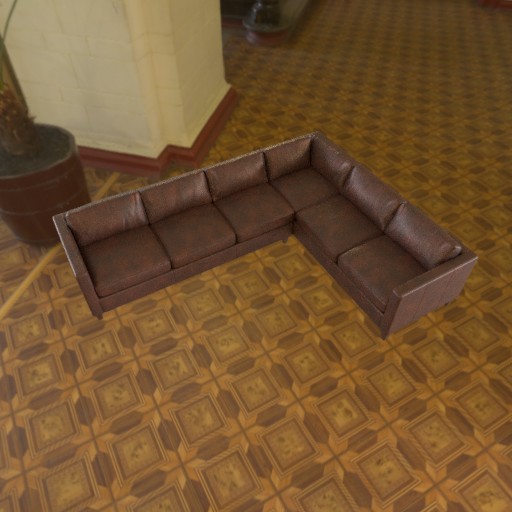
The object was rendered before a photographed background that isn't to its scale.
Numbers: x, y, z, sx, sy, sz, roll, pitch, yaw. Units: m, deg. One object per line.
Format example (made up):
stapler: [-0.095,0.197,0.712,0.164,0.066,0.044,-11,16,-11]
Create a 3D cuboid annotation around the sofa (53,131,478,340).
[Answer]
sofa: [0.000,0.000,4.287,3.152,0.836,2.438,-23,50,-20]
